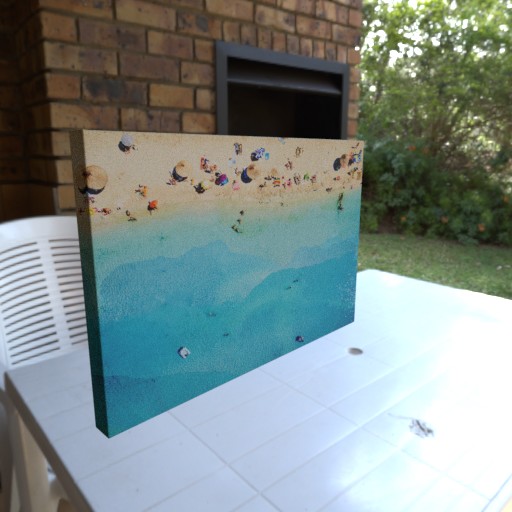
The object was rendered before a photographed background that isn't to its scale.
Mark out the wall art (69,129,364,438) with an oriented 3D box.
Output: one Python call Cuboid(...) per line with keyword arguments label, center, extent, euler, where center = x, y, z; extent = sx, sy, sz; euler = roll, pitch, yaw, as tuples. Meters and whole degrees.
Cuboid(label="wall art", center=(0.000, 0.000, 1.146), extent=(0.057, 0.595, 0.894), euler=(12, 18, 43))
